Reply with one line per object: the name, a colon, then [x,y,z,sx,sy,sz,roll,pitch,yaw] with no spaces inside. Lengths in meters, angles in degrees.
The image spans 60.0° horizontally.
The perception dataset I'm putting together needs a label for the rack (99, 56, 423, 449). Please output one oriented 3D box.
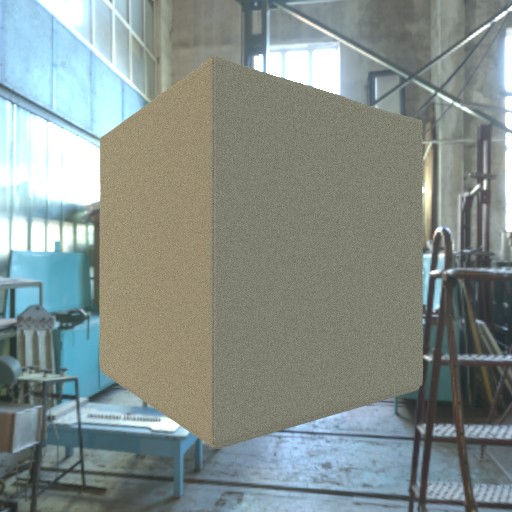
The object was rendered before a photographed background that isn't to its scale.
rack: [0.000,0.000,0.495,0.270,0.280,0.270,0,0,-36]
